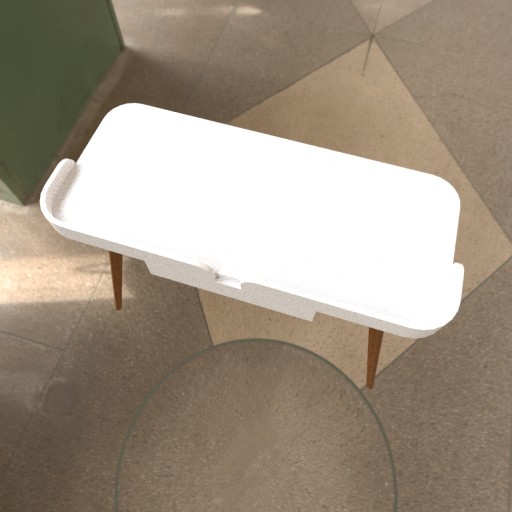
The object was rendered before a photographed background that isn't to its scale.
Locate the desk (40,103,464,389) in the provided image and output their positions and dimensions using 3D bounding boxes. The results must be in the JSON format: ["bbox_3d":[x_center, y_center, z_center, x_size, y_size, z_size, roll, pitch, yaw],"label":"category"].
[{"bbox_3d":[0.000,0.000,1.651,1.206,0.807,0.534,16,65,8],"label":"desk"}]
